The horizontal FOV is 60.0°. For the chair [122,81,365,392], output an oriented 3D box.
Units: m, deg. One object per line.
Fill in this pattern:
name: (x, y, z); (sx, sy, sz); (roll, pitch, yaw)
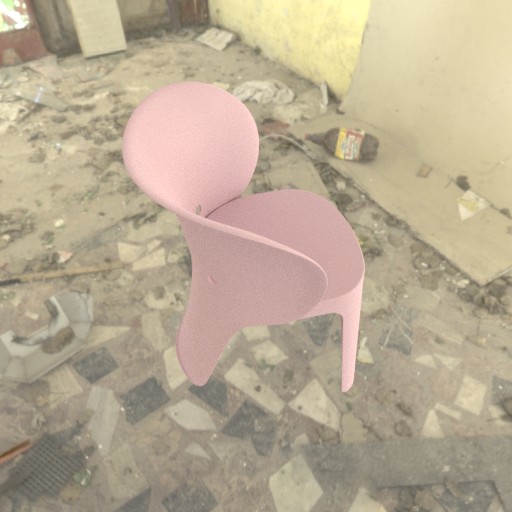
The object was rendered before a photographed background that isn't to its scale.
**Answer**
chair: (0.000, 0.000, 0.874); (0.402, 0.554, 0.451); (-10, 47, -9)
